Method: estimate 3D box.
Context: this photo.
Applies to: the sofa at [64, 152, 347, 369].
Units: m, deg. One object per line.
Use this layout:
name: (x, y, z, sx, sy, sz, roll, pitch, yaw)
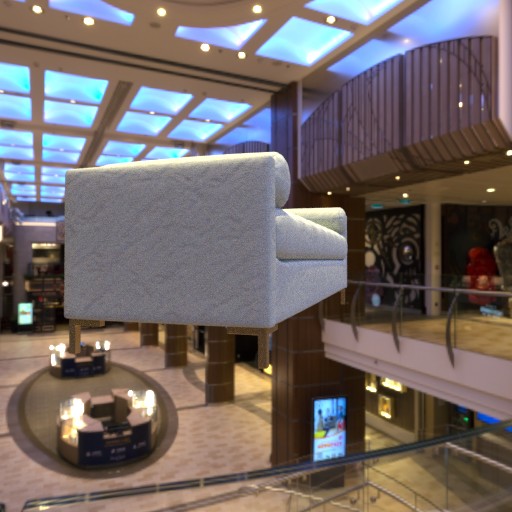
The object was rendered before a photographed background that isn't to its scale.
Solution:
sofa: (0.000, 0.000, 2.441, 0.796, 0.705, 2.102, 0, 0, 18)
